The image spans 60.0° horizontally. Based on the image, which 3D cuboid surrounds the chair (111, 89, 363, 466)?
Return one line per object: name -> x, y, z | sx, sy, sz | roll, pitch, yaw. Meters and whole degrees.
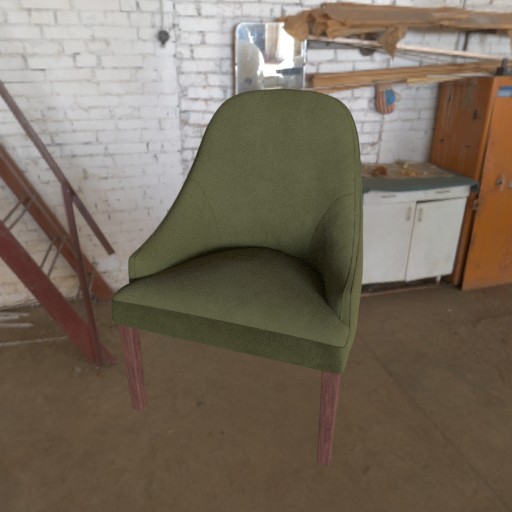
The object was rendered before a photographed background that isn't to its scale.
chair -> 0.000, 0.000, 1.304 | 0.643, 0.889, 0.575 | 9, 26, 18
